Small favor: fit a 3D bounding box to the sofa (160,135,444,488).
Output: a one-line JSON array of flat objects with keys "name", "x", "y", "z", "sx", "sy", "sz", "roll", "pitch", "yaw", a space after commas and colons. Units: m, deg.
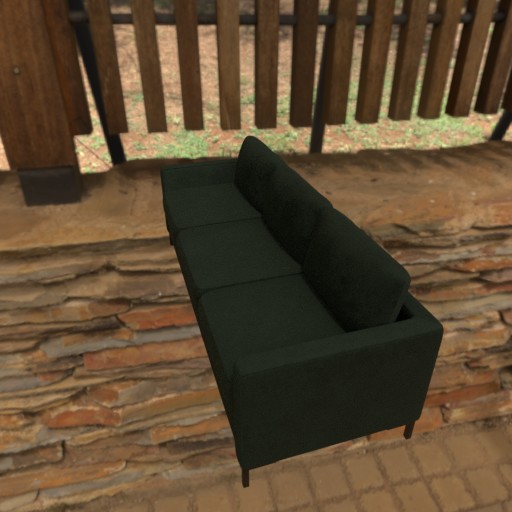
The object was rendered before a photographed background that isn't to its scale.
[{"name": "sofa", "x": 0.000, "y": 0.000, "z": 2.617, "sx": 0.859, "sy": 0.870, "sz": 2.218, "roll": -9, "pitch": 32, "yaw": -15}]
